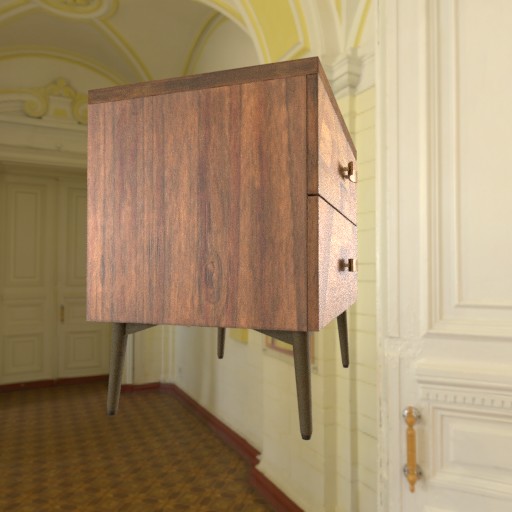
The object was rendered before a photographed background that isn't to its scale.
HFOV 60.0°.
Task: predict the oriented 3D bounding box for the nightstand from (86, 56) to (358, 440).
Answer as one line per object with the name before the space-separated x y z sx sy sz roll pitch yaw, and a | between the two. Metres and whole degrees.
nightstand | 0.000 0.000 1.038 0.458 0.610 0.610 0 -1 18
